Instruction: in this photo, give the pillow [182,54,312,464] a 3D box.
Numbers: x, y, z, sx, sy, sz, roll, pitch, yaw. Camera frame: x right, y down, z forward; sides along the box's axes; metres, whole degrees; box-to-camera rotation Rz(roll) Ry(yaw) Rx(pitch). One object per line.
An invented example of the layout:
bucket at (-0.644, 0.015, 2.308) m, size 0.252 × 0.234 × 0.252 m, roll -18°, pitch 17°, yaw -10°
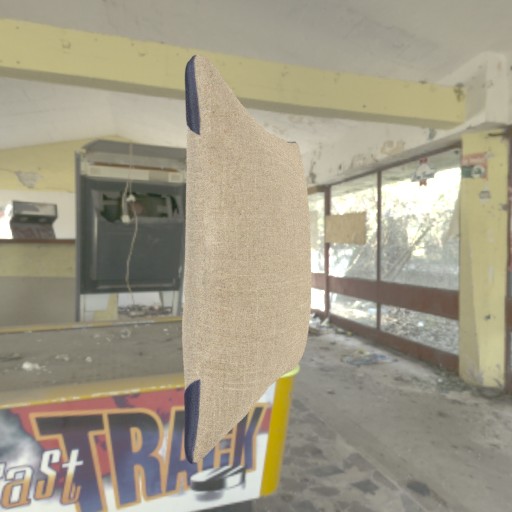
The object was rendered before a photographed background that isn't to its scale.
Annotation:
pillow at (0.000, 0.000, 0.676) m, size 0.147 × 0.441 × 0.440 m, roll 0°, pitch 1°, yaw 18°
